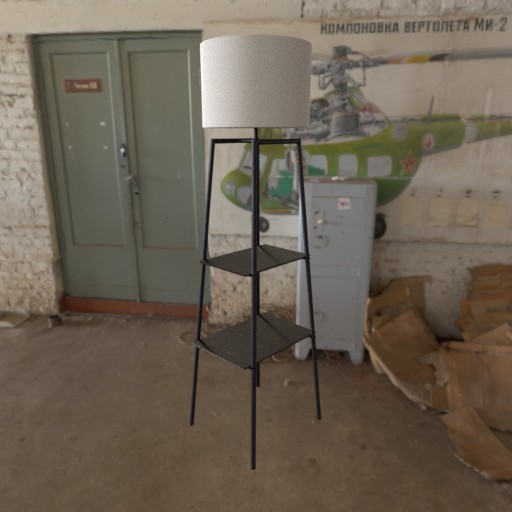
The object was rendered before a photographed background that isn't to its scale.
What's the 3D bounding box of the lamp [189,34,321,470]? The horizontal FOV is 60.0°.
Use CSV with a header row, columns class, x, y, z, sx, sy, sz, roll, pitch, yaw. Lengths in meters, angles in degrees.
class,x,y,z,sx,sy,sz,roll,pitch,yaw
lamp,0.000,0.000,1.696,0.384,1.474,0.427,15,21,42
